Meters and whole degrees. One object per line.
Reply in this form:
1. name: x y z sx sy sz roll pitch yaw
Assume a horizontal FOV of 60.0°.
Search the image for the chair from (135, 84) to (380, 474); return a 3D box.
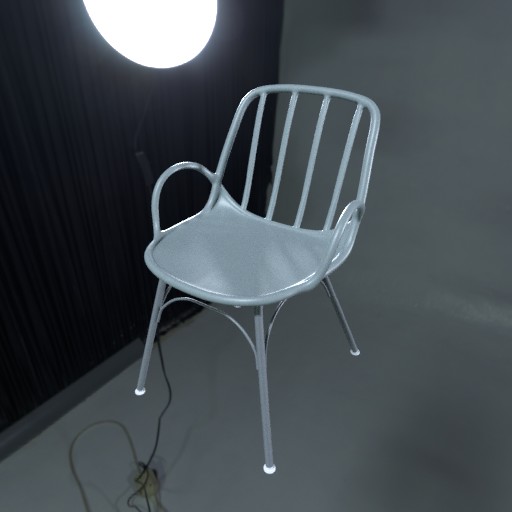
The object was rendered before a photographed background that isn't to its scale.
1. chair: 0.000 0.000 1.227 0.549 0.816 0.597 18 34 29
